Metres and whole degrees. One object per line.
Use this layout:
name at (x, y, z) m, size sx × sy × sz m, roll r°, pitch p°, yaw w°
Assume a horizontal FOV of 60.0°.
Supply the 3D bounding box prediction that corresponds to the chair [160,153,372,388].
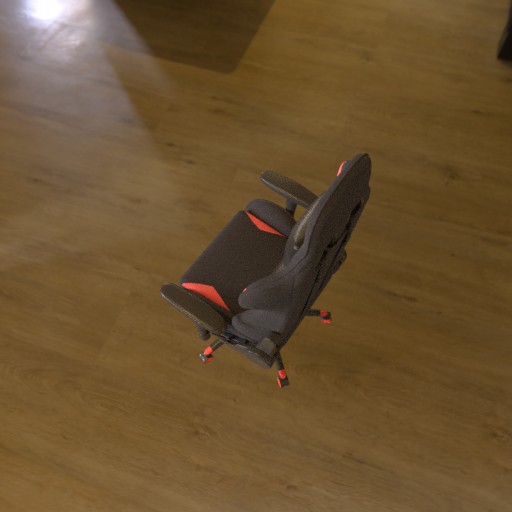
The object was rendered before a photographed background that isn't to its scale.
chair at (0.000, 0.000, 1.687) m, size 0.658 × 1.326 × 0.695 m, roll 32°, pitch 66°, yaw 16°
